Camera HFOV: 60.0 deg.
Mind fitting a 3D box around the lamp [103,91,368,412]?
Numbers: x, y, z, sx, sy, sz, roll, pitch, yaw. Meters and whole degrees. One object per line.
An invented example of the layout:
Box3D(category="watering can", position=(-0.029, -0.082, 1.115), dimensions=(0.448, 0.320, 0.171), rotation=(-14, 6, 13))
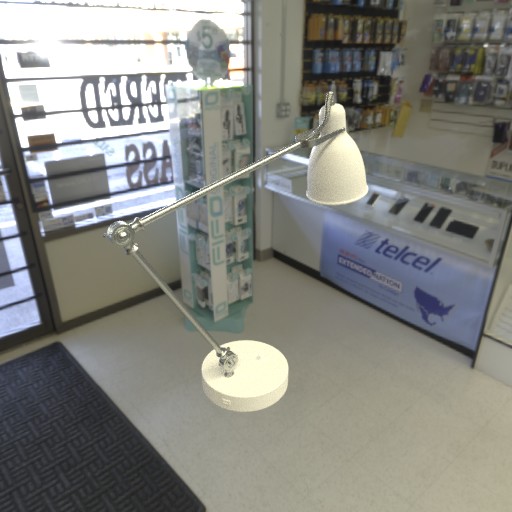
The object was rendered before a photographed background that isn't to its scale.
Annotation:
Box3D(category="lamp", position=(0.000, 0.000, 0.862), dimensions=(0.561, 0.587, 0.187), rotation=(-18, 31, -33))
